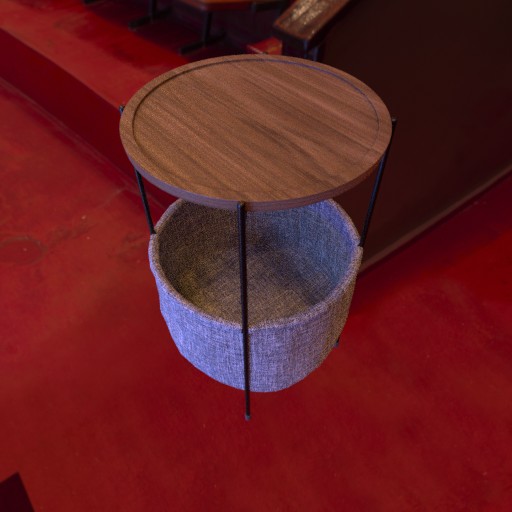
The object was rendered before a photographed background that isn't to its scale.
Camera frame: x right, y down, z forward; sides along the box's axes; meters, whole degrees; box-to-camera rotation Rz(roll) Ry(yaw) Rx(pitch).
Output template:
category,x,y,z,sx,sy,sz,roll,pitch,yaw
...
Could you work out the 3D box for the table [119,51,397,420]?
category,x,y,z,sx,sy,sz,roll,pitch,yaw
table,0.000,0.000,0.872,0.400,0.623,0.400,-32,56,-26
